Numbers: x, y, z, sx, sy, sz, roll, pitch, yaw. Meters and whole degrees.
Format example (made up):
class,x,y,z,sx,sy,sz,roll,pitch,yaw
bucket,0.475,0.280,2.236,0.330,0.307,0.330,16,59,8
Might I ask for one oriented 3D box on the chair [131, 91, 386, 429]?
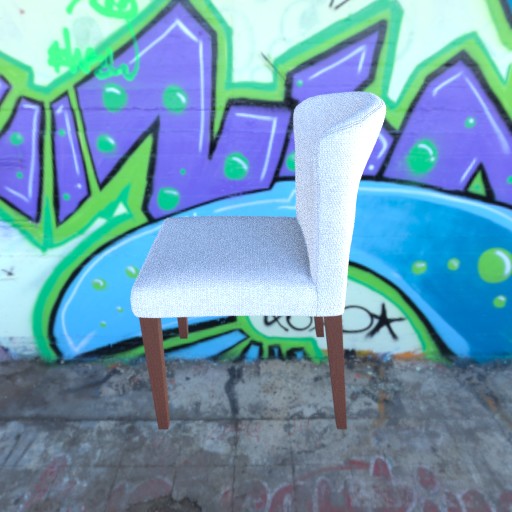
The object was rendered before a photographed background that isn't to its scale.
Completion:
class,x,y,z,sx,sy,sz,roll,pitch,yaw
chair,0.000,0.000,1.218,0.589,0.839,0.491,0,26,-1
